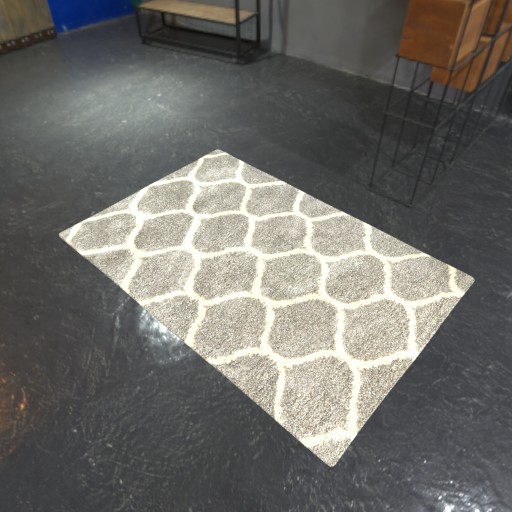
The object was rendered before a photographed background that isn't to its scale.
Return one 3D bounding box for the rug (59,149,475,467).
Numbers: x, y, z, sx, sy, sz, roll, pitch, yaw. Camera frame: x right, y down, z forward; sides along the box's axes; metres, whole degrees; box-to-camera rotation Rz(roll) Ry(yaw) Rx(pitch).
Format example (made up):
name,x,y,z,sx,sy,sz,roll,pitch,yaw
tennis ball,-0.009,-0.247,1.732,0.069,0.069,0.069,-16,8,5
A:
name,x,y,z,sx,sy,sz,roll,pitch,yaw
rug,0.000,0.000,3.410,2.701,0.026,1.801,32,53,29
